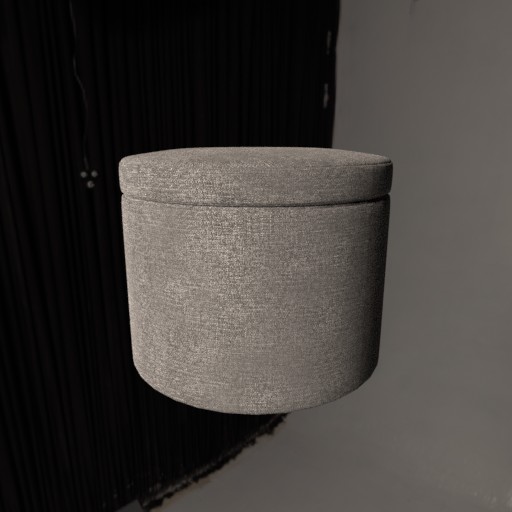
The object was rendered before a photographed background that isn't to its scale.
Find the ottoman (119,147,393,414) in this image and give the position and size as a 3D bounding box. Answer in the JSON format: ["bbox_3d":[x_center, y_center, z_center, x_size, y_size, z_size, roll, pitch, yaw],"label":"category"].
[{"bbox_3d":[0.000,0.000,0.883,0.500,0.419,0.500,0,14,0],"label":"ottoman"}]
